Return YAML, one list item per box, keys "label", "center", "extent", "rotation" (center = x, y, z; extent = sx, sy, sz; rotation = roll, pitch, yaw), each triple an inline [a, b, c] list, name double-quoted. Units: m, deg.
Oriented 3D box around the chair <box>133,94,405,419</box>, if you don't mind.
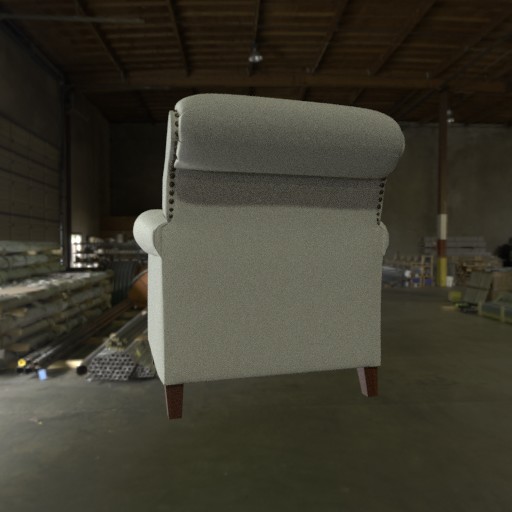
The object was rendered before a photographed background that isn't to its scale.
- label: "chair"
  center: [0.000, 0.000, 1.629]
  extent: [0.854, 0.927, 0.890]
  rotation: [0, 2, -17]
